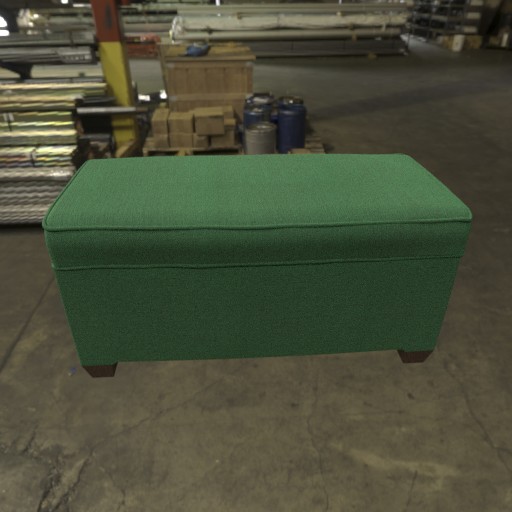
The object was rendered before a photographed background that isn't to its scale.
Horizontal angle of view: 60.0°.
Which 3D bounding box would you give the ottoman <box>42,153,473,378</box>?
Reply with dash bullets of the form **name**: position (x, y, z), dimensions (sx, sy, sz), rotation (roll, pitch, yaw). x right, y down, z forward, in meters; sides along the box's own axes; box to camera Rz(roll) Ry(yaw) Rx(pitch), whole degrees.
- **ottoman**: position (0.000, 0.000, 1.234), dimensions (0.957, 0.471, 0.483), rotation (-2, 32, -3)
